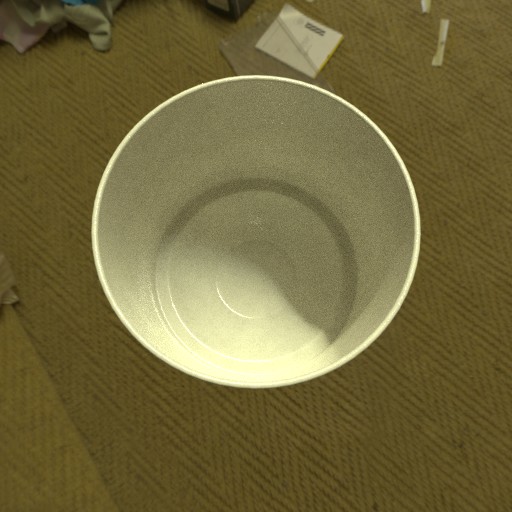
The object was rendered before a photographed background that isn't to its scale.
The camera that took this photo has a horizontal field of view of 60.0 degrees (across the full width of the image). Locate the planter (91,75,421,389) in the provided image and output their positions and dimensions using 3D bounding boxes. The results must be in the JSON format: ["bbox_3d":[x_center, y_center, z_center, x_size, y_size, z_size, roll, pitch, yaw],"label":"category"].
[{"bbox_3d":[0.000,0.000,0.343,0.190,0.181,0.190,0,76,0],"label":"planter"}]
